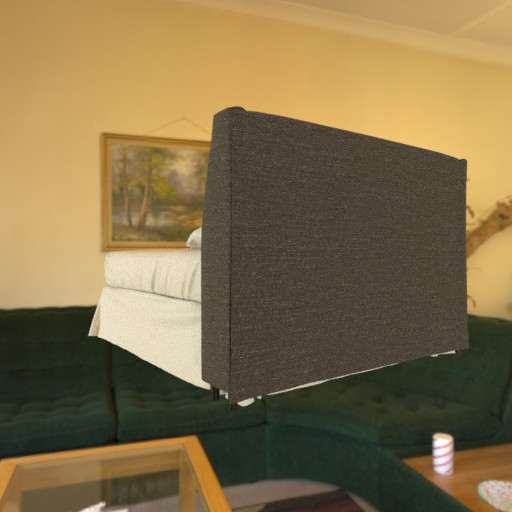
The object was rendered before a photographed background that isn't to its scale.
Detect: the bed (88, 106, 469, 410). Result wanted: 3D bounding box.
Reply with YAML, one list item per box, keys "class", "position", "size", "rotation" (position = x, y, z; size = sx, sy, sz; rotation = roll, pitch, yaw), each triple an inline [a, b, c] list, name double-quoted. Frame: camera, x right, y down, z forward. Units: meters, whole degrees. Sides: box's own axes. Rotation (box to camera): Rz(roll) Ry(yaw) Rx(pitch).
- class: "bed"
  position: [0.000, 0.000, 3.340]
  size: [1.925, 1.332, 2.276]
  rotation: [0, 0, -36]
